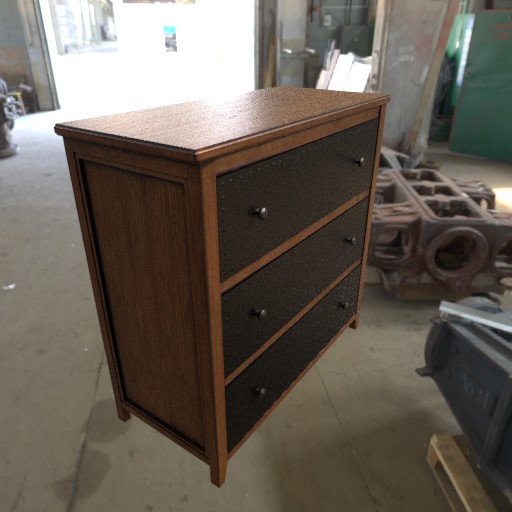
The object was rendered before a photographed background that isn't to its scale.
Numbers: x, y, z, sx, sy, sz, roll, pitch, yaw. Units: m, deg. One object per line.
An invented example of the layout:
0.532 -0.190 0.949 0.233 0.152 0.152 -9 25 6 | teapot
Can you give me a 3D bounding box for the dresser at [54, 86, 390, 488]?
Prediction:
0.000 0.000 1.894 0.591 1.224 1.250 18 32 31 | dresser
